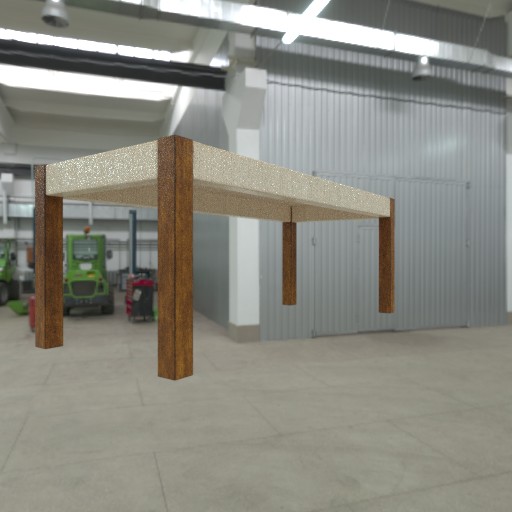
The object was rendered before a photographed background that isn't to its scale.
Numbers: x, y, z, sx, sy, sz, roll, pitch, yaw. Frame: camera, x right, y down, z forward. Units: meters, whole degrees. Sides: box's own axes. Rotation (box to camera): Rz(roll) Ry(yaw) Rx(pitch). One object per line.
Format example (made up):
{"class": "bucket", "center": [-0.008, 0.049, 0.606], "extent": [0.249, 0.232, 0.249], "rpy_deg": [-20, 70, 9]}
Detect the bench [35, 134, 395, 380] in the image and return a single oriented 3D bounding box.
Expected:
{"class": "bench", "center": [0.000, 0.000, 1.453], "extent": [0.507, 0.457, 1.198], "rpy_deg": [0, 0, 36]}
